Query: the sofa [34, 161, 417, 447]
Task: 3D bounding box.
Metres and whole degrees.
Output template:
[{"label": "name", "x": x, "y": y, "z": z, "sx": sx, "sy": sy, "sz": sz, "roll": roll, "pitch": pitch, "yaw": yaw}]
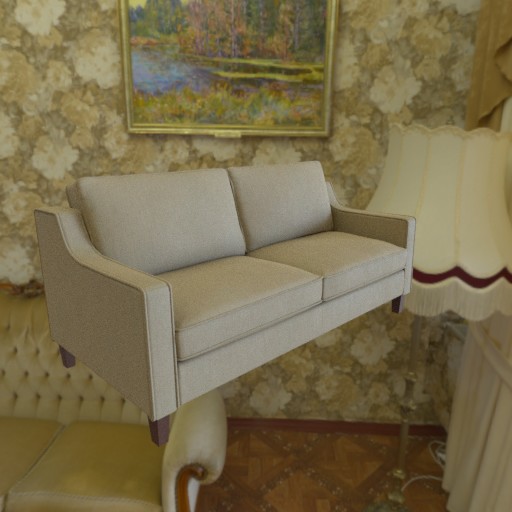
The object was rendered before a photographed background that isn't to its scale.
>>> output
[{"label": "sofa", "x": 0.000, "y": 0.000, "z": 2.741, "sx": 2.178, "sy": 1.071, "sz": 1.066, "roll": -14, "pitch": 21, "yaw": -43}]
